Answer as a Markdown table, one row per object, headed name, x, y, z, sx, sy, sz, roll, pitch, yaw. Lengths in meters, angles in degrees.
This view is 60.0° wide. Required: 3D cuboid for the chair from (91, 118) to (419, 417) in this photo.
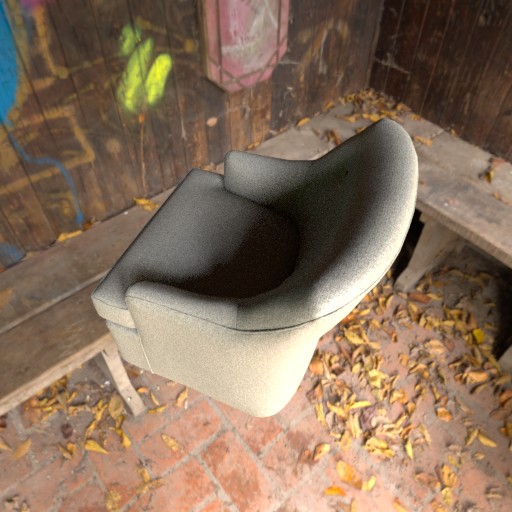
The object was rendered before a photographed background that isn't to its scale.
| name | x | y | z | sx | sy | sz | roll | pitch | yaw |
| --- | --- | --- | --- | --- | --- | --- | --- | --- | --- |
| chair | 0.000 | 0.000 | 1.595 | 0.923 | 0.856 | 0.864 | 16 | 50 | 14 |
